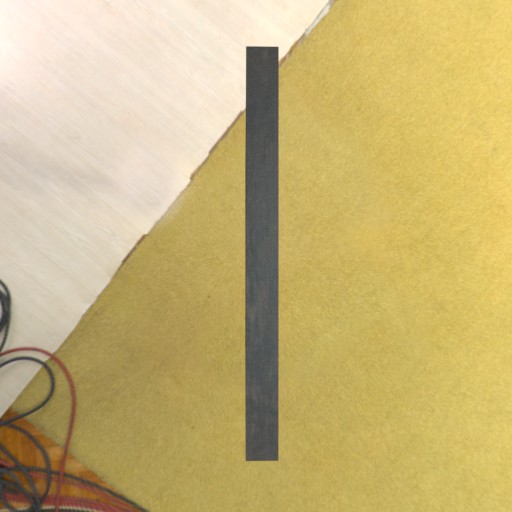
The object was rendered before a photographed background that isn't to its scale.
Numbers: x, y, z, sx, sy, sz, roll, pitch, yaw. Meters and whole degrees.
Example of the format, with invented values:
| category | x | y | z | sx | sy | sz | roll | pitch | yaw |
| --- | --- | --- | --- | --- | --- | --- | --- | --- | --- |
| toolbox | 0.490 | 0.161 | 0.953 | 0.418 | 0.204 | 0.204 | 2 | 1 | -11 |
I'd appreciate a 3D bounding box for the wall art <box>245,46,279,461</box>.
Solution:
| category | x | y | z | sx | sy | sz | roll | pitch | yaw |
| --- | --- | --- | --- | --- | --- | --- | --- | --- | --- |
| wall art | 0.000 | 0.000 | 0.554 | 0.027 | 0.406 | 0.329 | 0 | 89 | -1 |
